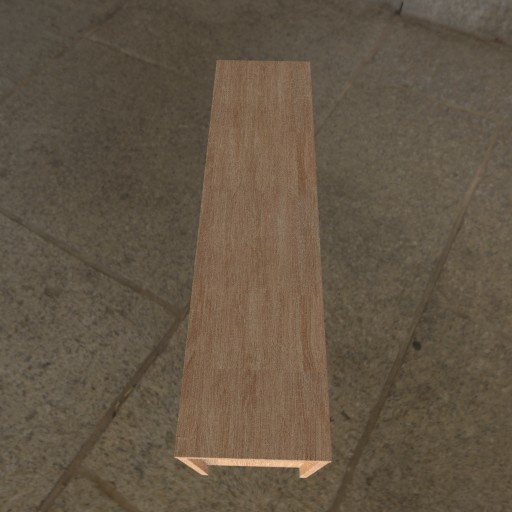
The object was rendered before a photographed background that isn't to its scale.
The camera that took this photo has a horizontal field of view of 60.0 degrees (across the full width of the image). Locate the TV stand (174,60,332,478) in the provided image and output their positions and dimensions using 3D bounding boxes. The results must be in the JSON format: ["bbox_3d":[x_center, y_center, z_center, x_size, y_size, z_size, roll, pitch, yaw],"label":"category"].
[{"bbox_3d":[0.000,0.000,1.681,0.398,0.610,1.466,1,60,1],"label":"TV stand"}]
